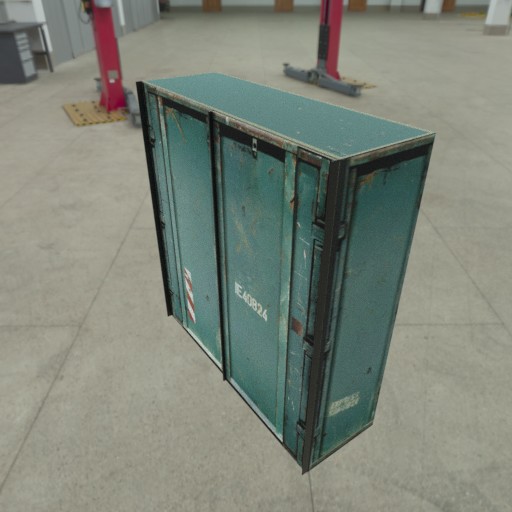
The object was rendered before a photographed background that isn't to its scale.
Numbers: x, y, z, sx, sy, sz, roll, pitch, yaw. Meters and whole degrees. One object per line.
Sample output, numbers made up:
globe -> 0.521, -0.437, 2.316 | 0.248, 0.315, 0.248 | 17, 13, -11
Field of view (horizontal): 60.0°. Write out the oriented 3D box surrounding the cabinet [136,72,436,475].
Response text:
cabinet -> 0.000, 0.000, 3.208 | 0.680, 2.160, 2.000 | -21, 38, -30
